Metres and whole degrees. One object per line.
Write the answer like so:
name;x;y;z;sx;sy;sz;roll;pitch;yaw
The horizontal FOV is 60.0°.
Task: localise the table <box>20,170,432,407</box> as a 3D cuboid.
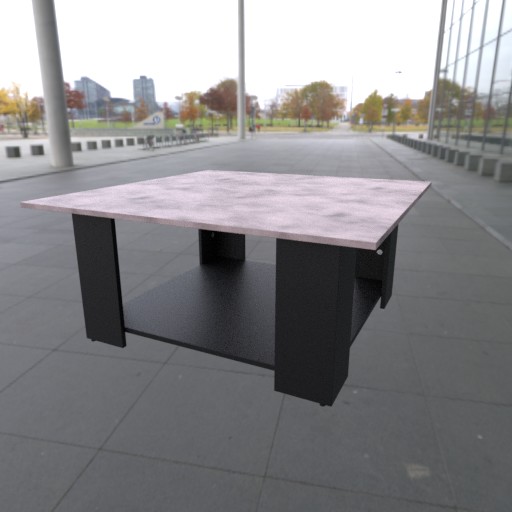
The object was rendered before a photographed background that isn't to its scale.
table;0.000;0.000;1.031;0.670;0.305;0.670;8;19;25
